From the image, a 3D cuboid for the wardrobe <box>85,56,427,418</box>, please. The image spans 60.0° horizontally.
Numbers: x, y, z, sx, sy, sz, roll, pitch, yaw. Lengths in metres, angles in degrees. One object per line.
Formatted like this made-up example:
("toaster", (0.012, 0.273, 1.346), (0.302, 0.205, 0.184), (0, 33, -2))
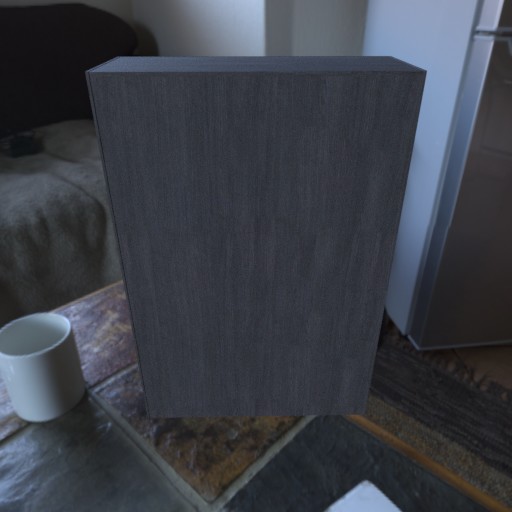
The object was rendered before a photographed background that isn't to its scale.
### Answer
("wardrobe", (0.000, 0.000, 2.373), (1.290, 1.910, 0.510), (-1, 30, -1))
